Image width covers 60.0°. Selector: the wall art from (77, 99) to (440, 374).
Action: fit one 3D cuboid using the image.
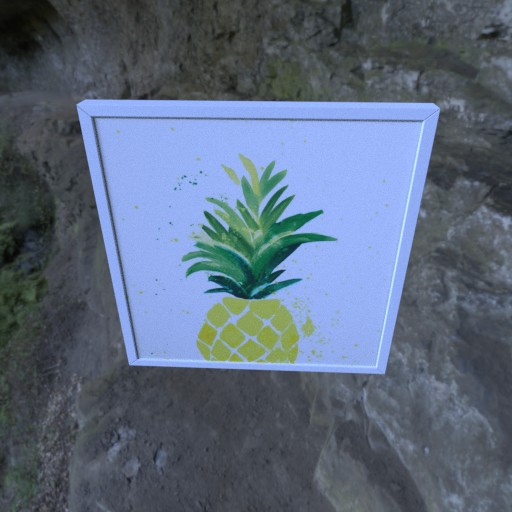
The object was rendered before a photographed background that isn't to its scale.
[{"bbox_3d":[0.000,0.000,0.461,0.307,0.307,0.020,1,31,2],"label":"wall art"}]
